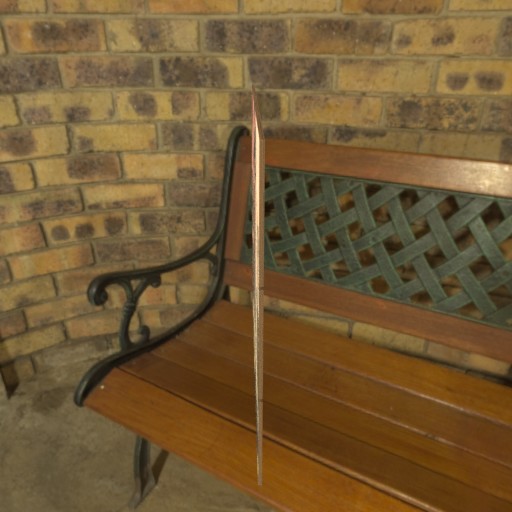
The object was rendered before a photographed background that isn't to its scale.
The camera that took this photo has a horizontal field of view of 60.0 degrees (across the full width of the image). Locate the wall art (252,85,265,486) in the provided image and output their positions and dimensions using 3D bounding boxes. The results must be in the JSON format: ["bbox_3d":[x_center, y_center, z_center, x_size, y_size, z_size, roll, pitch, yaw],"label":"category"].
[{"bbox_3d":[0.000,0.000,1.392,0.010,0.917,0.919,-1,27,-1],"label":"wall art"}]
